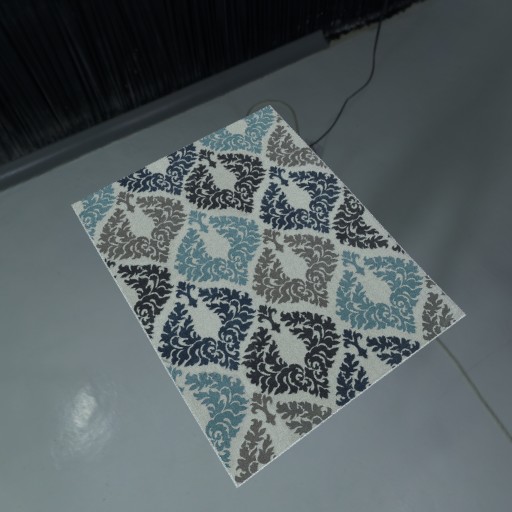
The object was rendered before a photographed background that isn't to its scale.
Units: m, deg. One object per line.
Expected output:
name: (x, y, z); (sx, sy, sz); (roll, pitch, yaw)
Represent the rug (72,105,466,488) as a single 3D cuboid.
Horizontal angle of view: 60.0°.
rug: (0.000, 0.000, 4.165); (2.423, 0.014, 3.040); (-31, 67, -15)
